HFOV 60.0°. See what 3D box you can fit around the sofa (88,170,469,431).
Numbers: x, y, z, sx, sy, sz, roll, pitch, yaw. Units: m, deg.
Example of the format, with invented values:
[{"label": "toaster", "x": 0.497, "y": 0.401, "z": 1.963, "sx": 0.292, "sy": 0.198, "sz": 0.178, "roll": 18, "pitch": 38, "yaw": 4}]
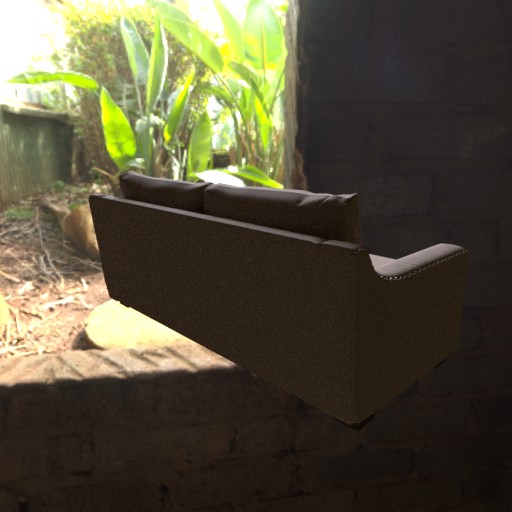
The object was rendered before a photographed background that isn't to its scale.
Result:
[{"label": "sofa", "x": 0.000, "y": 0.000, "z": 2.511, "sx": 1.030, "sy": 0.901, "sz": 1.967, "roll": -14, "pitch": 21, "yaw": -42}]
